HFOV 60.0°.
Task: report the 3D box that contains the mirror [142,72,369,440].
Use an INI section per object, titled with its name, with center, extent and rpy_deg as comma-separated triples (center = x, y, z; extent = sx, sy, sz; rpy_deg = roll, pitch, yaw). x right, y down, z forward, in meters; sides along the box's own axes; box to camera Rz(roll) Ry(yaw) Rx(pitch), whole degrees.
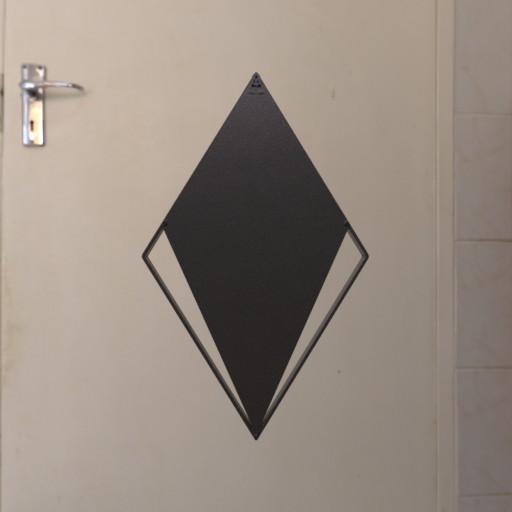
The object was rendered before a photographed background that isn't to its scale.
[mirror]
center = 0.000, 0.000, 0.828
extent = 0.419, 0.679, 0.032
rpy_deg = 0, 0, -2
